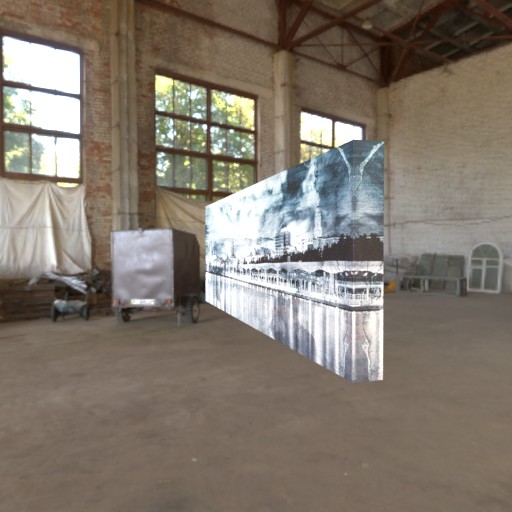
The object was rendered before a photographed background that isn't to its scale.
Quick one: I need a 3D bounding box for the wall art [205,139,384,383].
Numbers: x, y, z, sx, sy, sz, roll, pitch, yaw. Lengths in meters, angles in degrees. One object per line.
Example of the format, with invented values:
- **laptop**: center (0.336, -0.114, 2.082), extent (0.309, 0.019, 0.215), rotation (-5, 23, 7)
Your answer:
- **wall art**: center (0.000, 0.000, 0.821), extent (0.037, 0.251, 0.759), rotation (0, 1, -18)
